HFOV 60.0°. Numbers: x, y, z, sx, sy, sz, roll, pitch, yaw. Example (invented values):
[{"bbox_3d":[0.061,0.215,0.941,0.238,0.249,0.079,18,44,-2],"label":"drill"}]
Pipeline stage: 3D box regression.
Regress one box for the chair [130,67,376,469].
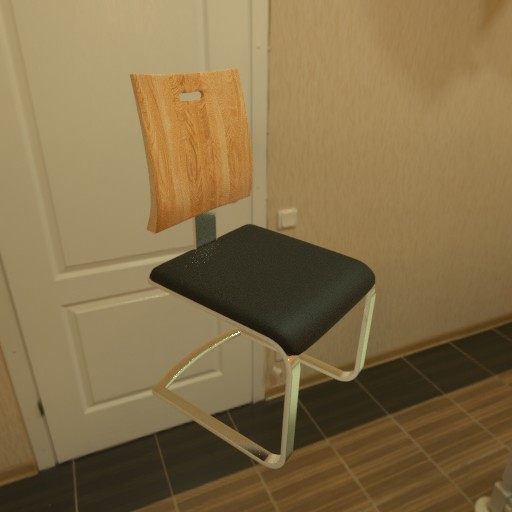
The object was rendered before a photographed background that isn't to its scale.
[{"bbox_3d":[0.000,0.000,1.226,0.560,0.936,0.462,18,31,33],"label":"chair"}]
